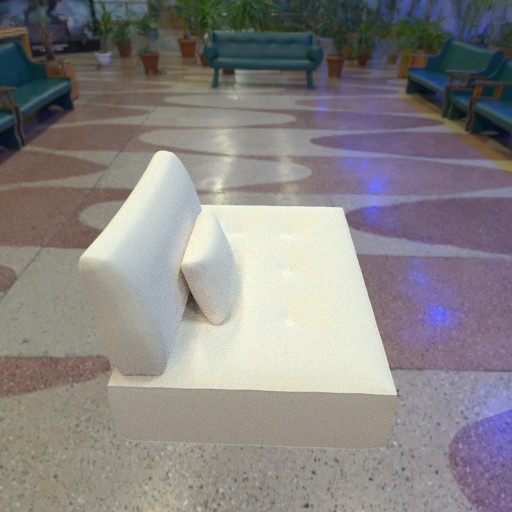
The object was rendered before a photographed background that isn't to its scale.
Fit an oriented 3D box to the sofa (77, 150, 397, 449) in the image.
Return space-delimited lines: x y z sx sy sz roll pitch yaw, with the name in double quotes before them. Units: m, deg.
"sofa" 0.000 0.000 2.049 1.000 0.820 1.450 1 32 2
